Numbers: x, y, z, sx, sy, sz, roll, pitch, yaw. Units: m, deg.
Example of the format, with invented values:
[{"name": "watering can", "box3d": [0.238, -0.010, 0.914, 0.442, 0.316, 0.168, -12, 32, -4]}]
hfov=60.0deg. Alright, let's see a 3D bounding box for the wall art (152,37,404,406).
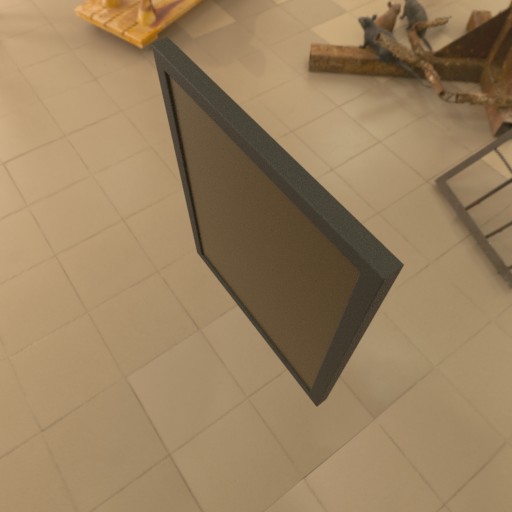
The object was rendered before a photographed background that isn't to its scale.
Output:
[{"name": "wall art", "box3d": [0.000, 0.000, 0.763, 0.028, 0.558, 0.457, -32, 64, -18]}]
